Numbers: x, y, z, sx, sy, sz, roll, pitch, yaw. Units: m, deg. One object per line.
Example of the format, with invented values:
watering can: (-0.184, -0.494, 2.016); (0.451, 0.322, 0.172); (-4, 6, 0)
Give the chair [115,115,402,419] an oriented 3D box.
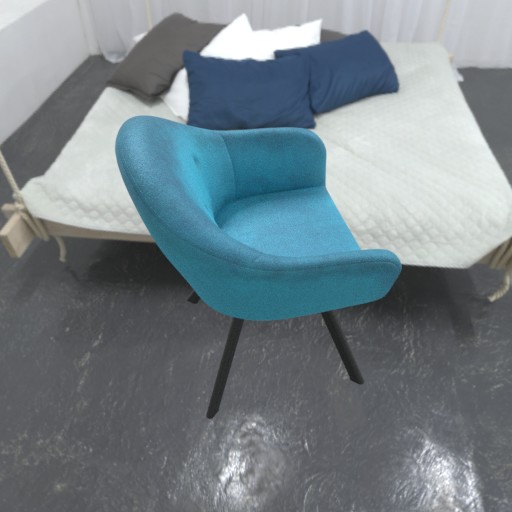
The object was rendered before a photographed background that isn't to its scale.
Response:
chair: (0.000, 0.000, 1.175); (0.570, 0.780, 0.540); (-10, 46, -9)
